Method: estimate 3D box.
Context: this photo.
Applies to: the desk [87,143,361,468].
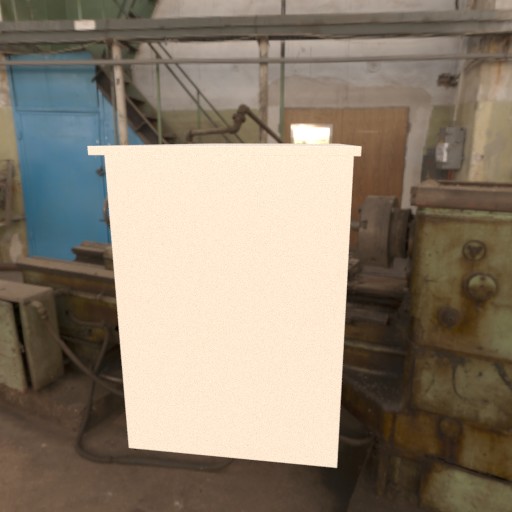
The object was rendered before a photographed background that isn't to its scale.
[{"bbox_3d":[0.000,0.000,1.506,0.560,0.735,1.097,2,15,8],"label":"desk"}]
